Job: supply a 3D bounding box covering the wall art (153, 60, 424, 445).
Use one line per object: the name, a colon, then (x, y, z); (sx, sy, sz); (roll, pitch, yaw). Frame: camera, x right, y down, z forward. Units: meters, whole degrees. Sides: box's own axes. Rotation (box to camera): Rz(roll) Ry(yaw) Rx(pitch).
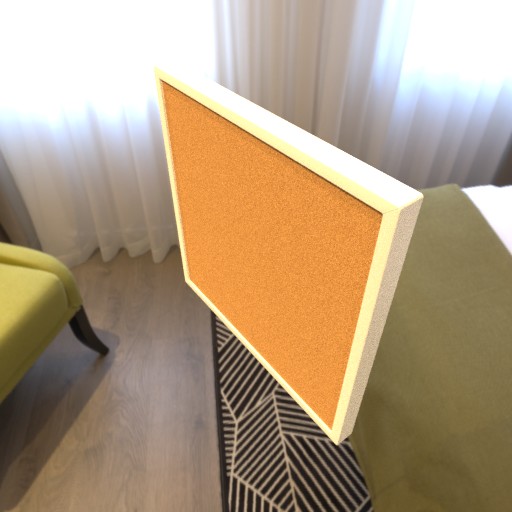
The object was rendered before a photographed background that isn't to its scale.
wall art: (0.000, 0.000, 0.758); (0.038, 0.508, 0.508); (-27, 49, -27)
